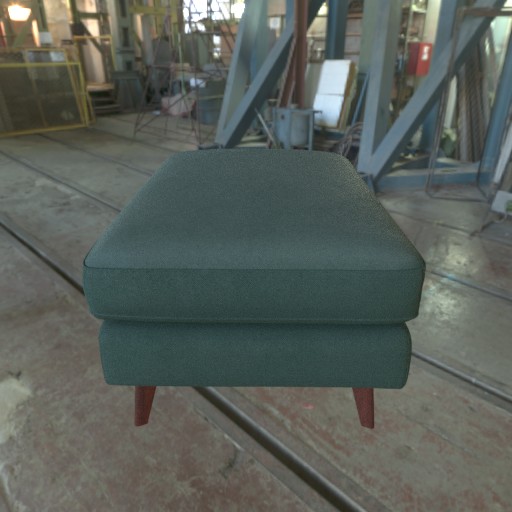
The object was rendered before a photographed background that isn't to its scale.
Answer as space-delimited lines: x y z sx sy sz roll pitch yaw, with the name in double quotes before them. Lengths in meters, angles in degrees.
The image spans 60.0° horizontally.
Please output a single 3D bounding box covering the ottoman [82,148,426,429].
"ottoman" 0.000 0.000 1.148 0.608 0.449 0.811 0 25 1
